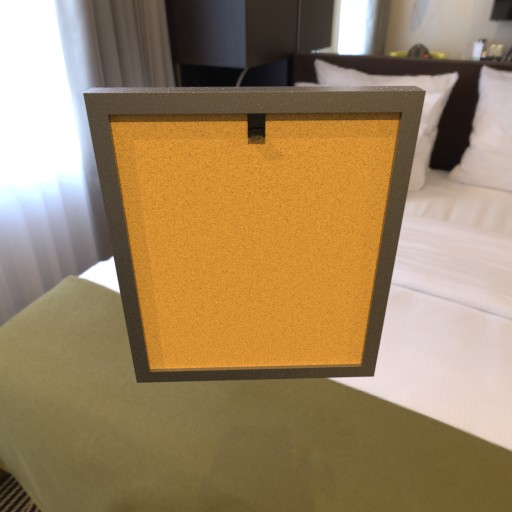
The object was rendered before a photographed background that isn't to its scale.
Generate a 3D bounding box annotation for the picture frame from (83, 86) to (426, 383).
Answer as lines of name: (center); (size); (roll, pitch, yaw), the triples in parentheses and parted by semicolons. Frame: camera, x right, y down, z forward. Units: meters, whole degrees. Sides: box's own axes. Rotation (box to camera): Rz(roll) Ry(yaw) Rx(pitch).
picture frame: (0.000, 0.000, 1.355); (0.839, 0.968, 0.073); (-1, 30, -2)
